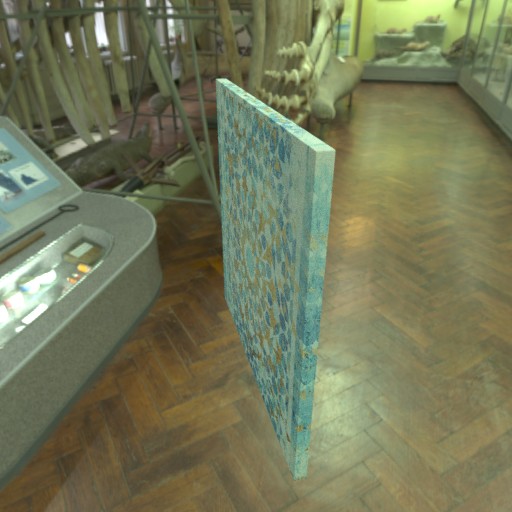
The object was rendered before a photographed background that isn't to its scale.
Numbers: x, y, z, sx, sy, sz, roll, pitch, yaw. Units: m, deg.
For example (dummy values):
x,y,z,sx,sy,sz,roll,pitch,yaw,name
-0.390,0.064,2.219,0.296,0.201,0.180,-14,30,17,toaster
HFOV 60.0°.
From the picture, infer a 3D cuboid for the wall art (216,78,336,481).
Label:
x,y,z,sx,sy,sz,roll,pitch,yaw,name
0.000,0.000,1.379,0.040,0.916,0.916,-8,30,-13,wall art
